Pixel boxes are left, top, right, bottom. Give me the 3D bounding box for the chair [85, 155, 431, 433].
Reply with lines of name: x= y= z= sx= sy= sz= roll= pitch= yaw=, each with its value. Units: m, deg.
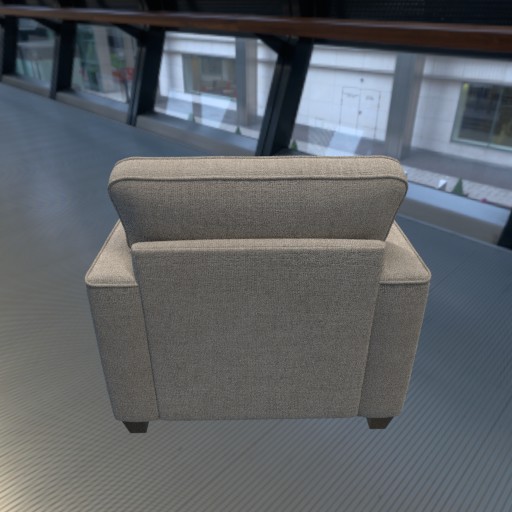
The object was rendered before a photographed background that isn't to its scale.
chair: x=0.000 y=0.000 z=1.727 sx=1.015 sy=0.965 sz=0.939 roll=-1 pitch=29 yaw=-1
